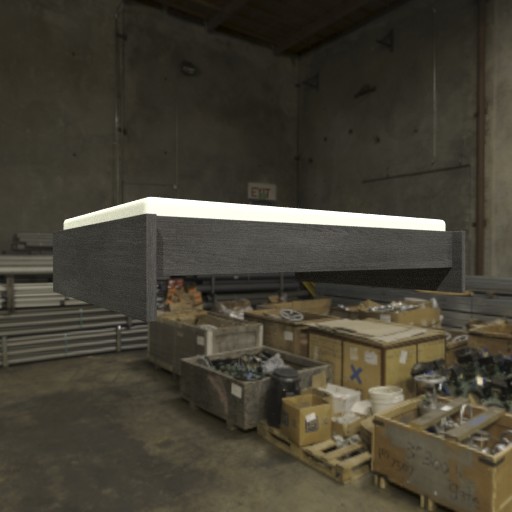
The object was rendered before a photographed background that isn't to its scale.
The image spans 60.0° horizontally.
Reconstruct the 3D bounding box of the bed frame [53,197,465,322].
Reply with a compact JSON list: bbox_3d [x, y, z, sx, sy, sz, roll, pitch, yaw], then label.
[{"bbox_3d":[0.000,0.000,2.636,1.950,0.432,1.490,0,0,-35],"label":"bed frame"}]
